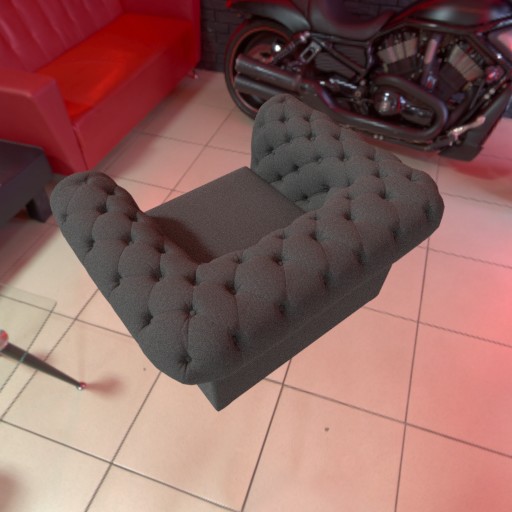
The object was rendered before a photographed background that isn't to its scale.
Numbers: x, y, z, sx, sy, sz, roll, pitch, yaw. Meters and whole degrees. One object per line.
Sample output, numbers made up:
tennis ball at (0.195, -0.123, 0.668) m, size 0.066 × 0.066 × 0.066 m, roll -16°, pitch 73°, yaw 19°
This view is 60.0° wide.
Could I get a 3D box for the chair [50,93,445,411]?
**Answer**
chair at (0.000, 0.000, 1.880) m, size 1.270 × 0.770 × 0.976 m, roll -30°, pitch 54°, yaw -25°
